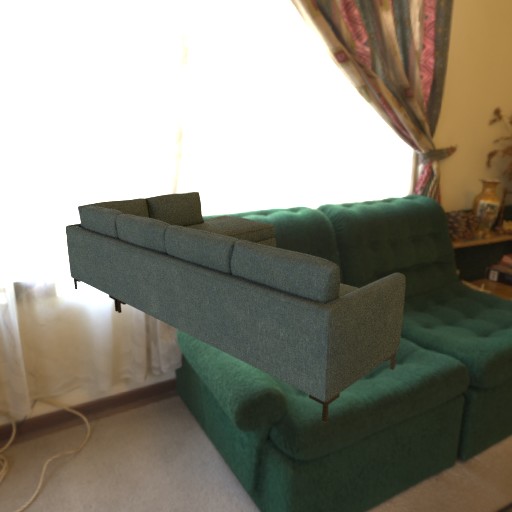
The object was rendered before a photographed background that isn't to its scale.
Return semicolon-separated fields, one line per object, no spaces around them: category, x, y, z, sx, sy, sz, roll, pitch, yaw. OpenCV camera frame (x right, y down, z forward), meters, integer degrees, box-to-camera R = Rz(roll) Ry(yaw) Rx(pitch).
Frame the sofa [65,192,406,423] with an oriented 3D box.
sofa;0.000;0.000;3.780;2.949;0.815;2.007;15;21;42
